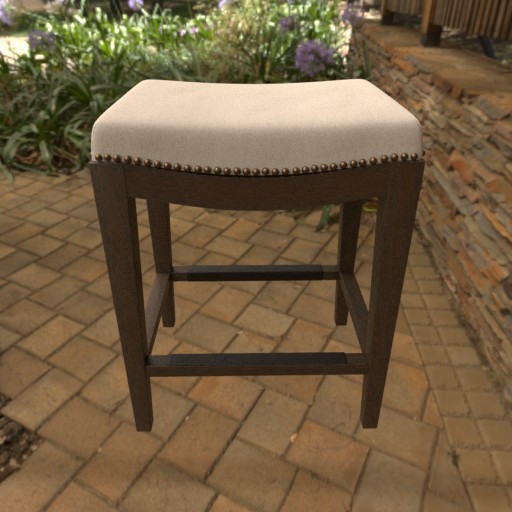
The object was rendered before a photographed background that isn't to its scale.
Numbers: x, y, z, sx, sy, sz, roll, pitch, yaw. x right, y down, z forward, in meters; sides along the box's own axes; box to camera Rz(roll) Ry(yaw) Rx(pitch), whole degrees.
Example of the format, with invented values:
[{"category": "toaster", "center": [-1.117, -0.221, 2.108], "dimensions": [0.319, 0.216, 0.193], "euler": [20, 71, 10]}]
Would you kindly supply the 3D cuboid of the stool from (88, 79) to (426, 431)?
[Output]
[{"category": "stool", "center": [0.000, 0.000, 0.915], "dimensions": [0.500, 0.642, 0.361], "euler": [0, 31, -1]}]
